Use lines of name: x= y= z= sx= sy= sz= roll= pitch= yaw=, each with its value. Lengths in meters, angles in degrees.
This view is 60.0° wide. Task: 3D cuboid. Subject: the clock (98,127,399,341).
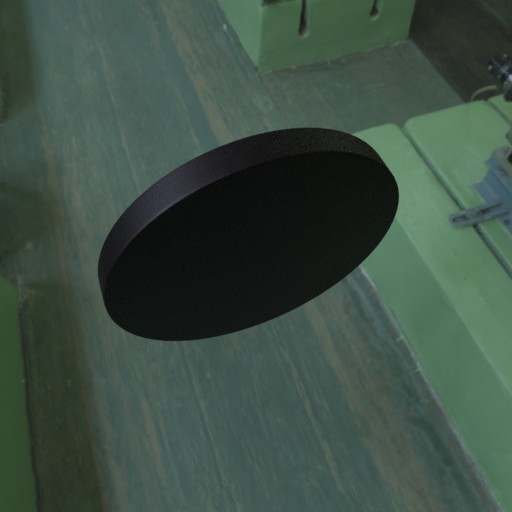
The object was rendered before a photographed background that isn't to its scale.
clock: x=0.000 y=0.000 z=0.465 sx=0.314 sy=0.314 sz=0.029 roll=-19 pitch=61 yaw=-11
